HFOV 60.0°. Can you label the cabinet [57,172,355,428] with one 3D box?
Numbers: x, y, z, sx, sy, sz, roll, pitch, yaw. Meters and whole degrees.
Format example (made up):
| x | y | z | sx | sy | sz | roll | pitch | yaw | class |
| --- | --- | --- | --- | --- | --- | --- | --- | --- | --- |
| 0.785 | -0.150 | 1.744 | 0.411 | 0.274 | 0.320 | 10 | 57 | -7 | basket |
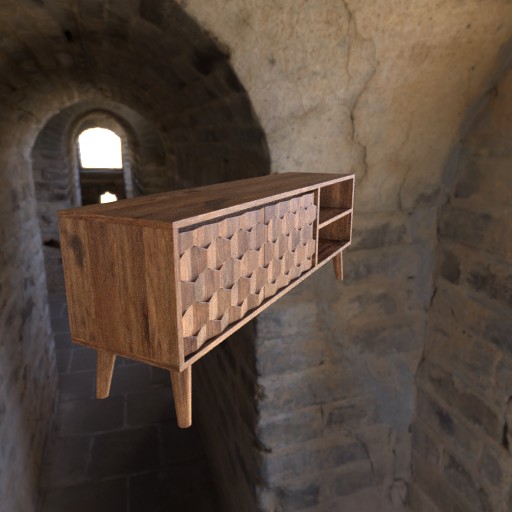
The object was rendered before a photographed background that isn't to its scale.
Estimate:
| x | y | z | sx | sy | sz | roll | pitch | yaw | class |
| --- | --- | --- | --- | --- | --- | --- | --- | --- | --- |
| 0.000 | 0.000 | 1.691 | 0.349 | 0.528 | 1.448 | 7 | 17 | 26 | cabinet |
